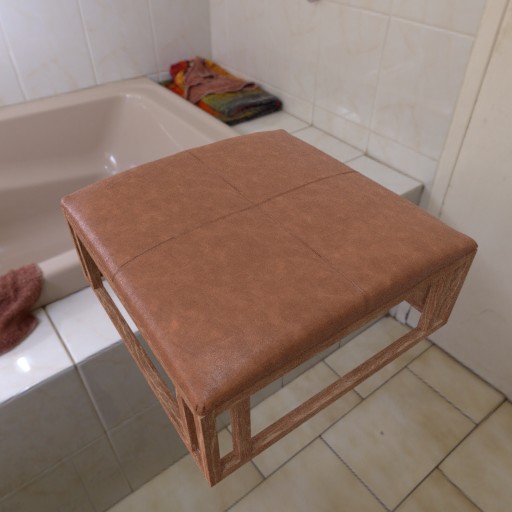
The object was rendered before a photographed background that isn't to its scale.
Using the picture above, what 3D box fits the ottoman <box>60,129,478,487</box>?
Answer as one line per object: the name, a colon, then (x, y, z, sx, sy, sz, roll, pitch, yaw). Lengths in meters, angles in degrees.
ottoman: (0.000, 0.000, 1.585, 1.013, 0.442, 1.016, -25, 46, -26)
